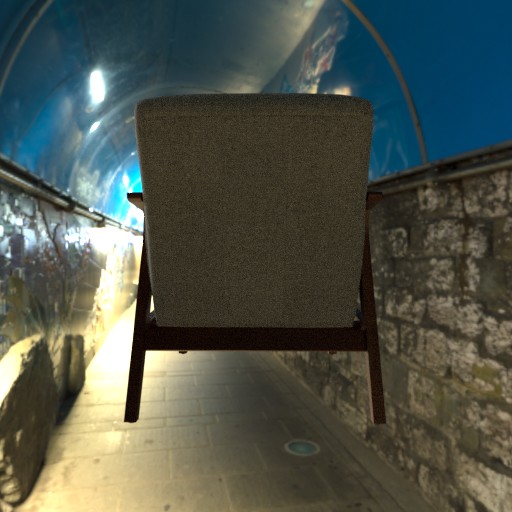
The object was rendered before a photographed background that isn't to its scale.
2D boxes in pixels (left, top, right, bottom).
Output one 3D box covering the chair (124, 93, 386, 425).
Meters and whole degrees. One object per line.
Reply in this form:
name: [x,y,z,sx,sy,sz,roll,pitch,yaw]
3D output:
chair: [0.000,0.000,1.488,0.704,0.847,0.858,0,1,1]
